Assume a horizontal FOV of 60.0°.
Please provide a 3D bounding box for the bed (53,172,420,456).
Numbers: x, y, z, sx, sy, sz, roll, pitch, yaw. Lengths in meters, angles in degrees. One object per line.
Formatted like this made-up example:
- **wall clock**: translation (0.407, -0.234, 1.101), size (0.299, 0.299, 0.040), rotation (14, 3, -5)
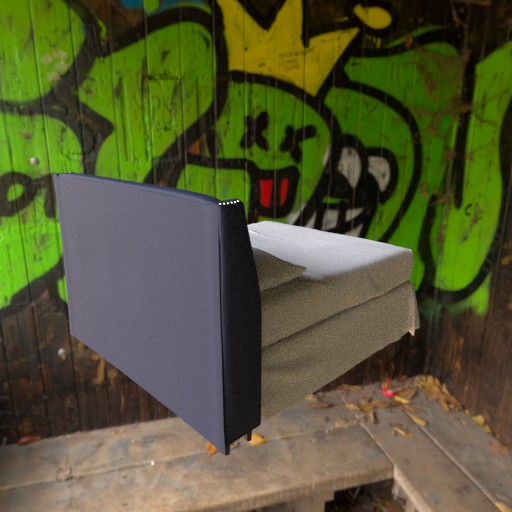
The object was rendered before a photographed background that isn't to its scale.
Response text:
- **bed**: translation (0.000, 0.000, 3.453), size (2.276, 1.332, 1.925), rotation (-15, 22, -42)
